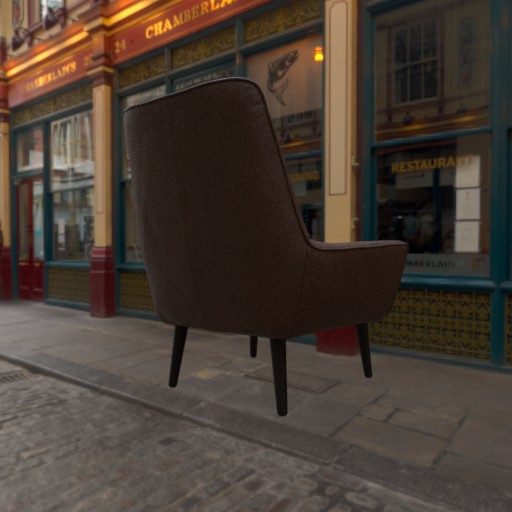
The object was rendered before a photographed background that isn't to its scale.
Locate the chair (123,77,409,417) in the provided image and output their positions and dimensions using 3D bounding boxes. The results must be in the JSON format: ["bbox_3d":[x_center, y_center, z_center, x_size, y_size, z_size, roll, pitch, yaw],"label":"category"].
[{"bbox_3d":[0.000,0.000,1.501,0.787,0.888,0.824,0,0,37],"label":"chair"}]
